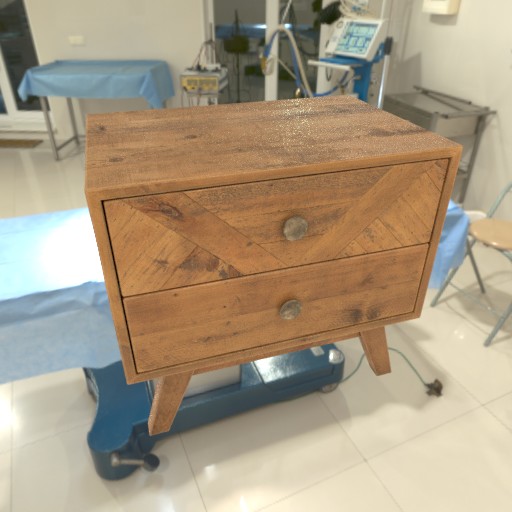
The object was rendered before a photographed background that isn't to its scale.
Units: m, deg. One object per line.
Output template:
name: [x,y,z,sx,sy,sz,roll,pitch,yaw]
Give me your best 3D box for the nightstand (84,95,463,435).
nightstand: [0.000,0.000,1.047,0.650,0.599,0.450,-10,33,-15]
